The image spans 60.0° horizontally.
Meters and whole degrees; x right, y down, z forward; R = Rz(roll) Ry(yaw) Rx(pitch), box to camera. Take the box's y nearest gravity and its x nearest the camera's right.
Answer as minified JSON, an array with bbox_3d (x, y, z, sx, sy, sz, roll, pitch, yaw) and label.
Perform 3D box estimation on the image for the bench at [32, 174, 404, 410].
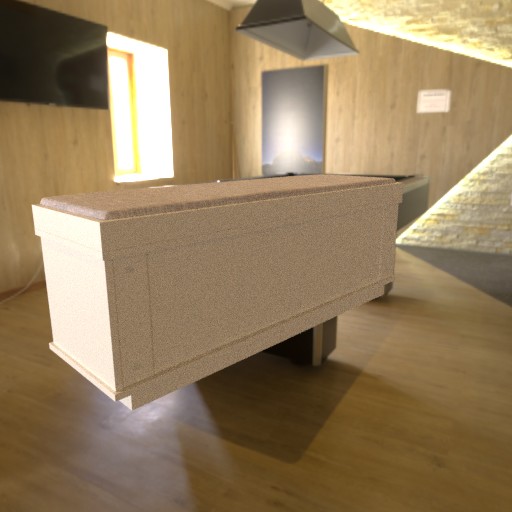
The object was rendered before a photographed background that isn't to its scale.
[{"bbox_3d":[0.000,0.000,1.417,0.363,0.453,1.196,14,20,43],"label":"bench"}]
